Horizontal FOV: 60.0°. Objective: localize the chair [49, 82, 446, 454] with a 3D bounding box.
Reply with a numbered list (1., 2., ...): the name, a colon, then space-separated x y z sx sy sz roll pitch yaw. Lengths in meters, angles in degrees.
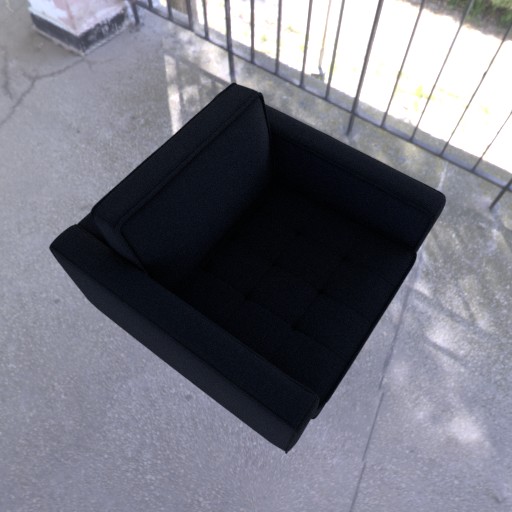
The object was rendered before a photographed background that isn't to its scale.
1. chair: 0.000 0.000 1.536 0.920 0.770 0.899 32 65 17
